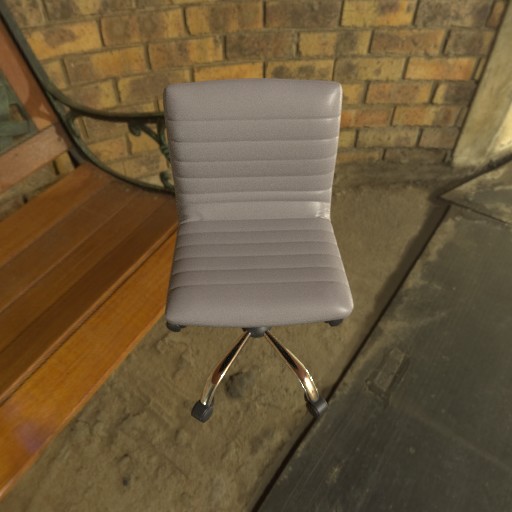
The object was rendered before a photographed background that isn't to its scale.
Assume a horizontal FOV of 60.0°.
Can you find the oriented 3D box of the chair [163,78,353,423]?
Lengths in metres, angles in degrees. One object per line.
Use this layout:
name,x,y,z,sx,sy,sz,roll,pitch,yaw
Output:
chair,0.000,0.000,1.127,0.569,0.750,0.542,-2,45,-2
